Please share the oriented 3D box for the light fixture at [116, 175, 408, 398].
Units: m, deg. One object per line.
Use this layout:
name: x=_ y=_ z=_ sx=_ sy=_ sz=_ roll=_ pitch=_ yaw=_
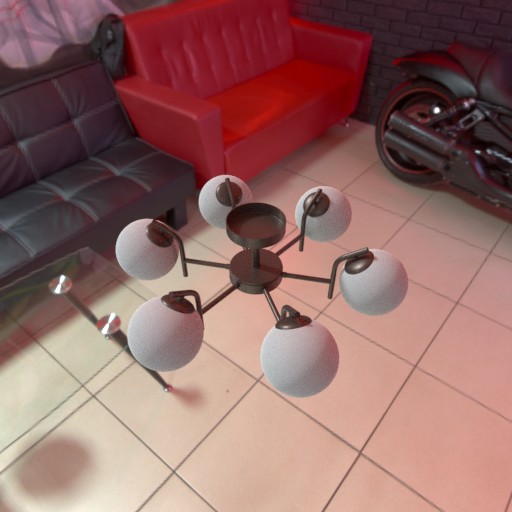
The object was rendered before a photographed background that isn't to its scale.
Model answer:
light fixture: x=0.000 y=0.000 z=0.981 sx=0.662 sy=0.201 sz=0.662 roll=0 pitch=42 yaw=0
